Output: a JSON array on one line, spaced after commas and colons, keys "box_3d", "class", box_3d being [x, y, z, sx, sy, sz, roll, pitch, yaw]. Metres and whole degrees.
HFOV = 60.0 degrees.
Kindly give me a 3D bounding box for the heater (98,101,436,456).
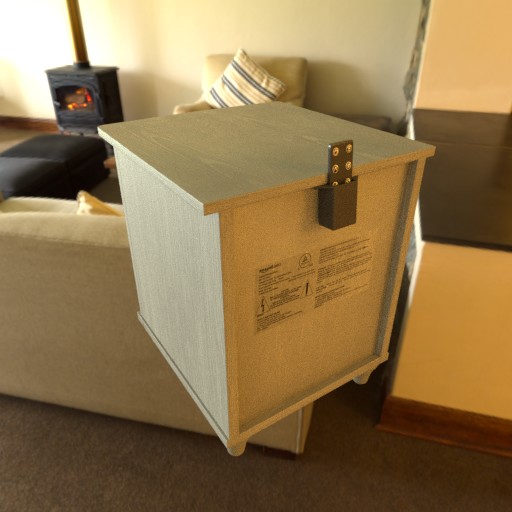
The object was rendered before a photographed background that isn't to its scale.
[{"box_3d": [0.000, 0.000, 0.761, 0.362, 0.481, 0.400, -18, 35, -28], "class": "heater"}]
